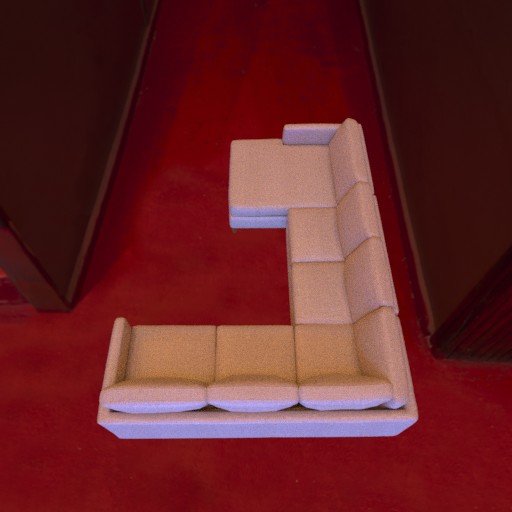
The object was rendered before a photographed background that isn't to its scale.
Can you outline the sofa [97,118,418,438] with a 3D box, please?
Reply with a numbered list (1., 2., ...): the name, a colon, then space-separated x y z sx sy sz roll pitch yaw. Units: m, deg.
1. sofa: 0.000 0.000 4.627 2.594 0.961 3.460 0 58 0
